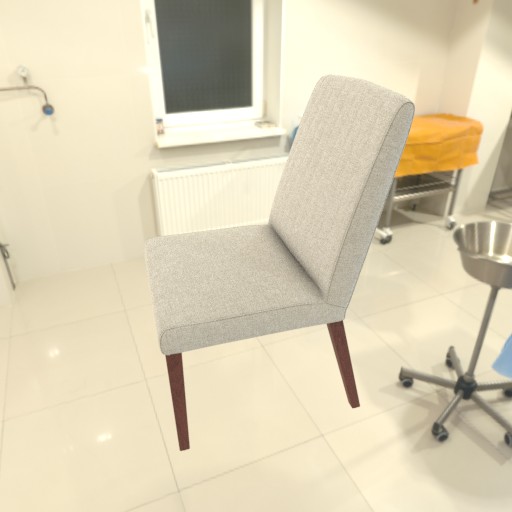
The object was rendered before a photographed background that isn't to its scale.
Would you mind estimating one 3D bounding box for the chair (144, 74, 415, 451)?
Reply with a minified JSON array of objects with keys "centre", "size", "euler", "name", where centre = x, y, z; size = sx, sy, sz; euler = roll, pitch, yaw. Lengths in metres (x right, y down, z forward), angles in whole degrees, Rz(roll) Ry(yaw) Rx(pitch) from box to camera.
[{"centre":[0.000,0.000,1.236],"size":[0.594,0.900,0.480],"euler":[-8,30,-14],"name":"chair"}]
